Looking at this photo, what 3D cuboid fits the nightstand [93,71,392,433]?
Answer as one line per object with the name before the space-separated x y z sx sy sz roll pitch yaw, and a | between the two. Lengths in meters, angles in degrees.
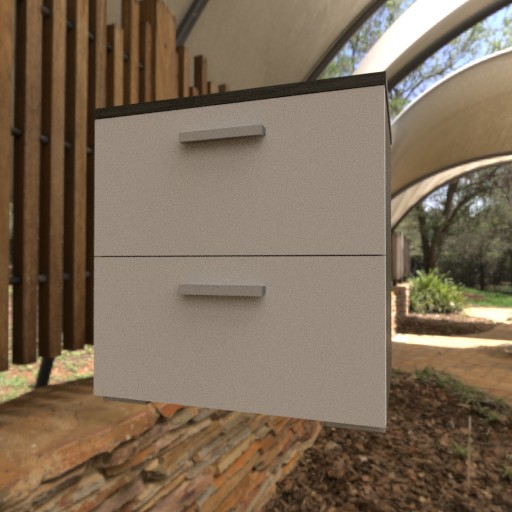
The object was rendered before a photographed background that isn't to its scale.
nightstand | 0.000 0.000 0.762 0.441 0.460 0.325 0 -1 18
